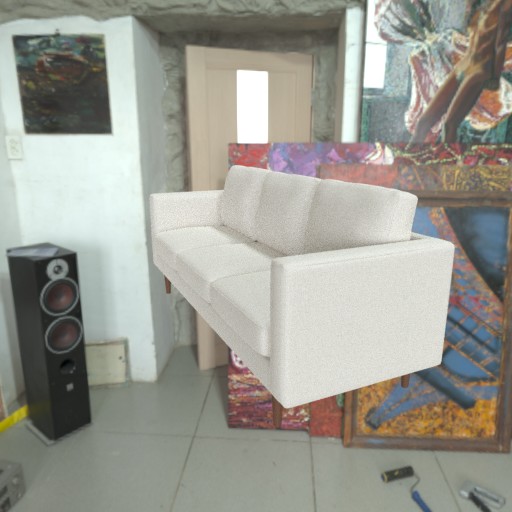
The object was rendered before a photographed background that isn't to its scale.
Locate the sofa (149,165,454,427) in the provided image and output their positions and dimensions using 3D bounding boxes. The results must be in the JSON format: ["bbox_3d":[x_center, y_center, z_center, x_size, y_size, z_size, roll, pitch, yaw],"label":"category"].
[{"bbox_3d":[0.000,0.000,2.521,0.802,0.912,2.029,-7,17,-24],"label":"sofa"}]
